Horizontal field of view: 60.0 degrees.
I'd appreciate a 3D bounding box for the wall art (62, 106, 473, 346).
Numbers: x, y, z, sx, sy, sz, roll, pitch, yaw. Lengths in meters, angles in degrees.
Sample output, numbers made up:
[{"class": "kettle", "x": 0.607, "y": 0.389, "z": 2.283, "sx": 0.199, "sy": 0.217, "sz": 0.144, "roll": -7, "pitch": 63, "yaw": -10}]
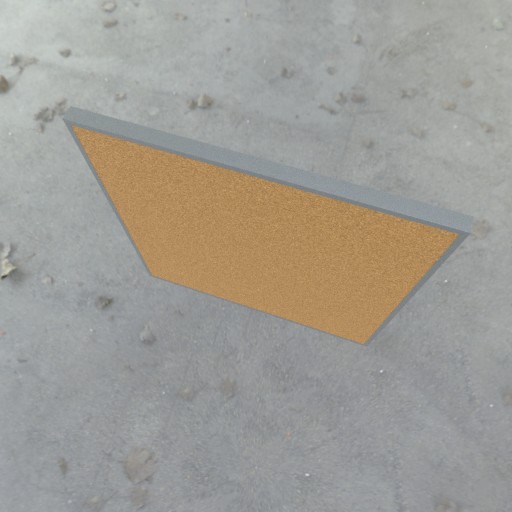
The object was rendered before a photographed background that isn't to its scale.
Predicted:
[{"class": "wall art", "x": 0.000, "y": 0.000, "z": 1.204, "sx": 0.809, "sy": 0.807, "sz": 0.038, "roll": 17, "pitch": 66, "yaw": 8}]
